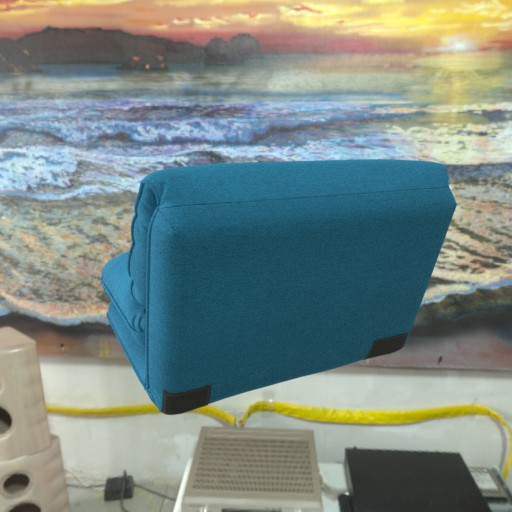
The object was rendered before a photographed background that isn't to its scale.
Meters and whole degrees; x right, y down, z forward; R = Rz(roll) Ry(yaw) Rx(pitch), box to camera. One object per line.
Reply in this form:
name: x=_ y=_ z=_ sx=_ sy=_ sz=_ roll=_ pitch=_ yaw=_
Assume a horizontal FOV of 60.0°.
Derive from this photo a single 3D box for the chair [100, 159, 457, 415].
chair: x=0.000 y=0.000 z=1.327 sx=0.820 sy=0.580 sz=0.780 roll=-8 pitch=17 yaw=-27
